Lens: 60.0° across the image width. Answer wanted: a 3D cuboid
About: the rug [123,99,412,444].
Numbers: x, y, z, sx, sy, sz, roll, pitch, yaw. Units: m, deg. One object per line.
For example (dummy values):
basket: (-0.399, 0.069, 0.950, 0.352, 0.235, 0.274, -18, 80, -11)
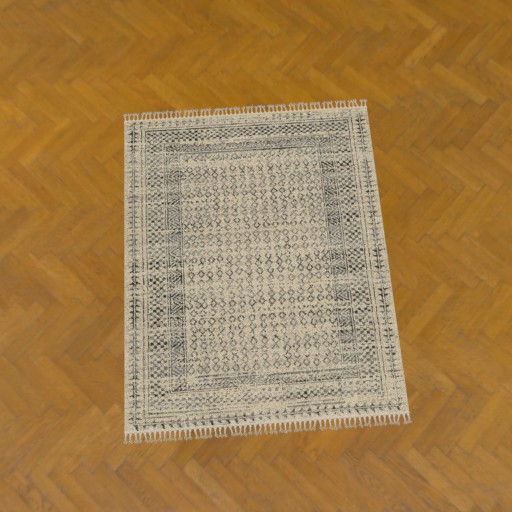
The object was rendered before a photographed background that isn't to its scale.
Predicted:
rug: (0.000, 0.000, 3.861, 2.312, 0.013, 2.940, -4, 77, -1)
